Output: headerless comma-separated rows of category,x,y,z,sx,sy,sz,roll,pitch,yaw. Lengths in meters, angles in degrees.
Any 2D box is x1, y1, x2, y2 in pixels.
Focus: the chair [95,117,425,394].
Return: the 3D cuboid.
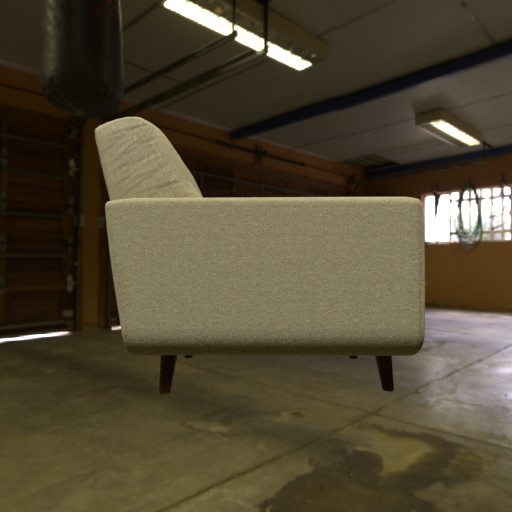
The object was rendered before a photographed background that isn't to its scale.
chair,0.000,0.000,1.839,1.128,0.965,0.897,0,-1,-1
